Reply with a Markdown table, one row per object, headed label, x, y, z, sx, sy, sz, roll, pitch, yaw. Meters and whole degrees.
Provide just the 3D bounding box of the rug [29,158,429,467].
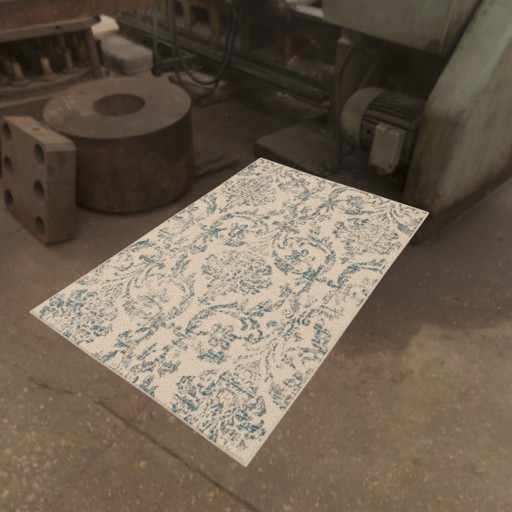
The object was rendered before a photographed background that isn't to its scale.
| label | x | y | z | sx | sy | sz | roll | pitch | yaw |
| --- | --- | --- | --- | --- | --- | --- | --- | --- | --- |
| rug | 0.000 | 0.000 | 2.305 | 1.213 | 0.012 | 1.831 | 24 | 45 | 26 |
